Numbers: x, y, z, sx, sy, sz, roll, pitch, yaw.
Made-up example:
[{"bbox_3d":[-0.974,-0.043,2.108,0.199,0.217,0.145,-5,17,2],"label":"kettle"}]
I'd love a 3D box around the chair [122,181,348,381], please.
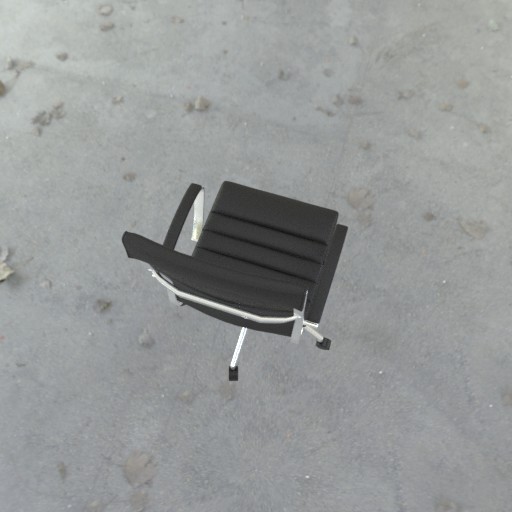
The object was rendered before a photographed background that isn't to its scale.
[{"bbox_3d":[0.000,0.000,1.619,0.766,1.149,0.739,17,65,8],"label":"chair"}]
